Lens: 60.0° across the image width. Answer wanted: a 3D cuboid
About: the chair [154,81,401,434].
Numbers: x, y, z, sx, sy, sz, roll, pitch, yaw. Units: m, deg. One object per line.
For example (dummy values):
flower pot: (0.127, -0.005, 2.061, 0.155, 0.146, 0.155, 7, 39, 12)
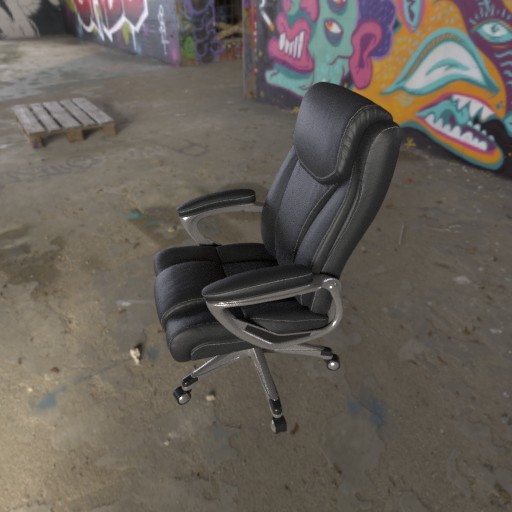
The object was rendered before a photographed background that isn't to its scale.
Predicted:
chair: (0.000, 0.000, 1.678, 0.784, 1.167, 0.741, -9, 33, -14)
